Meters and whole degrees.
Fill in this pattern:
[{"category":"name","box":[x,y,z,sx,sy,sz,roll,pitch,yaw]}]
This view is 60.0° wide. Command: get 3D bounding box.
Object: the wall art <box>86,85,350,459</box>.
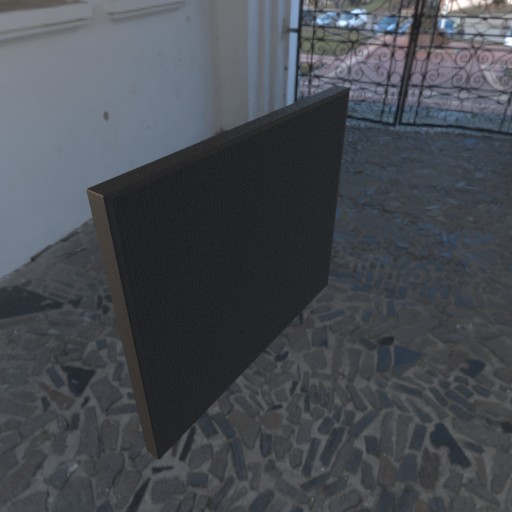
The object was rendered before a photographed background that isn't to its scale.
[{"category":"wall art","box":[0.000,0.000,0.764,0.029,0.458,0.559,22,39,29]}]
